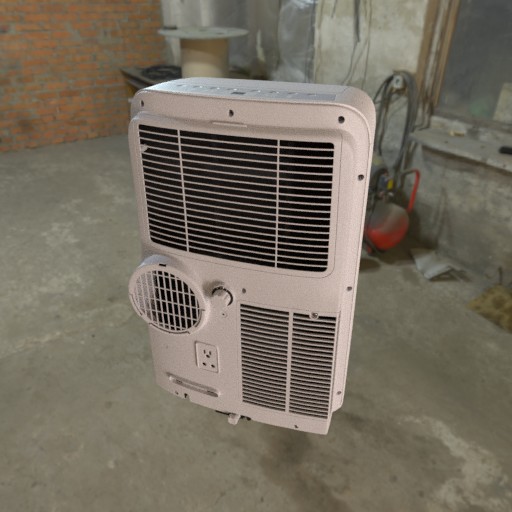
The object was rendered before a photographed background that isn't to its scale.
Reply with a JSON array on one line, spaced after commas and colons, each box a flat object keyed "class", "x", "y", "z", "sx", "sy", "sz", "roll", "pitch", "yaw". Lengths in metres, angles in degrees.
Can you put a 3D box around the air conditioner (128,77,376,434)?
[{"class": "air conditioner", "x": 0.000, "y": 0.000, "z": 0.949, "sx": 0.454, "sy": 0.700, "sz": 0.365, "roll": 10, "pitch": 33, "yaw": 16}]
